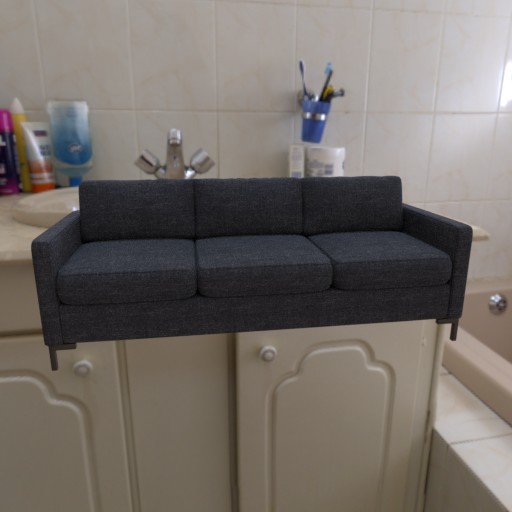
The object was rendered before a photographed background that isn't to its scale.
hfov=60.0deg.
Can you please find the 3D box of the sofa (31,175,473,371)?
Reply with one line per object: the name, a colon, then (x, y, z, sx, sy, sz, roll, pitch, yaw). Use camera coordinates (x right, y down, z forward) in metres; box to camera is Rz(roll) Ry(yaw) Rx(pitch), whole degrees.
sofa: (0.000, 0.000, 2.620, 2.218, 0.874, 0.859, -2, 16, -8)
